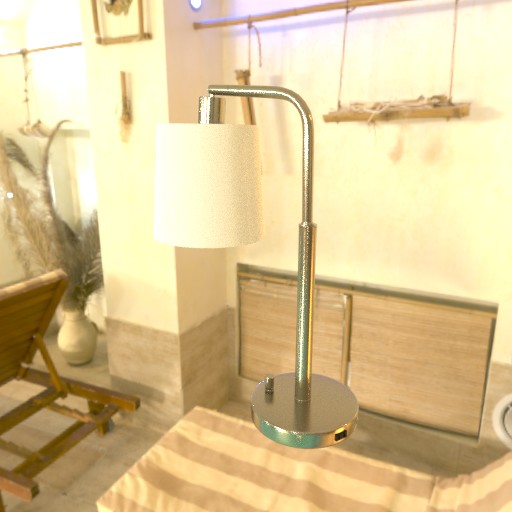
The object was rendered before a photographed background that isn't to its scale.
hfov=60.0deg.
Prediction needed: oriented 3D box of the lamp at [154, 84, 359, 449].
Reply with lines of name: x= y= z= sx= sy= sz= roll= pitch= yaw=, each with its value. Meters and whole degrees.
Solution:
lamp: x=0.000 y=0.000 z=0.663 sx=0.333 sy=0.489 sz=0.171 roll=8 pitch=17 yaw=26
